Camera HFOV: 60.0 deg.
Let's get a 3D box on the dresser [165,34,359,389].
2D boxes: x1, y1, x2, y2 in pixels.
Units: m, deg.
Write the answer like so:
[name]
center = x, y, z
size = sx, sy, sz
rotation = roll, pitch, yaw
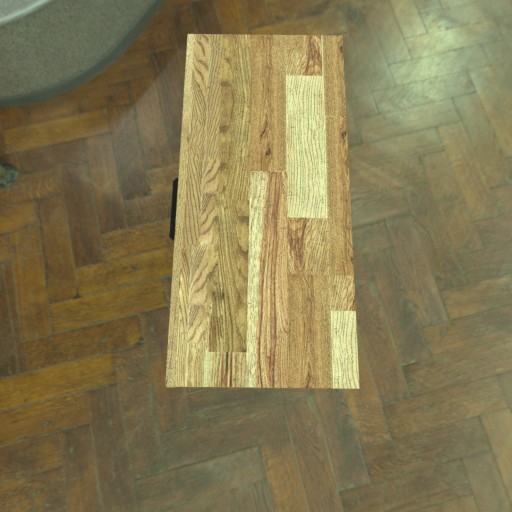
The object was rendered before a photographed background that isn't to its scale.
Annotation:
[dresser]
center = 0.000, 0.000, 1.732
size = 0.480, 1.243, 0.966
rotation = 1, 75, 0
